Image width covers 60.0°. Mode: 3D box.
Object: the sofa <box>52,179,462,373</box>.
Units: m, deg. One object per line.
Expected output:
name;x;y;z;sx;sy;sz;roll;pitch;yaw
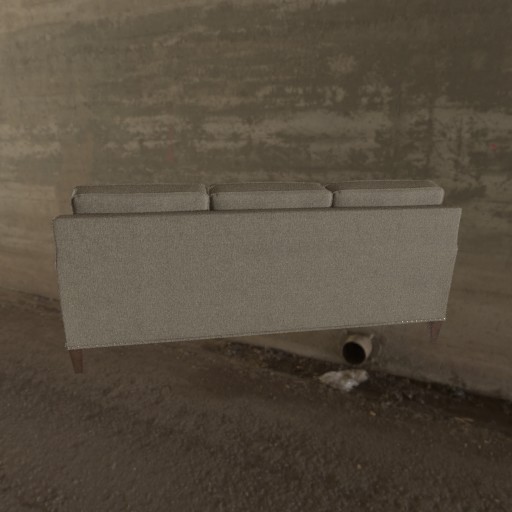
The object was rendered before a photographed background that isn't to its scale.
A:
sofa;0.000;0.000;2.870;2.246;1.003;1.084;-3;14;-10
